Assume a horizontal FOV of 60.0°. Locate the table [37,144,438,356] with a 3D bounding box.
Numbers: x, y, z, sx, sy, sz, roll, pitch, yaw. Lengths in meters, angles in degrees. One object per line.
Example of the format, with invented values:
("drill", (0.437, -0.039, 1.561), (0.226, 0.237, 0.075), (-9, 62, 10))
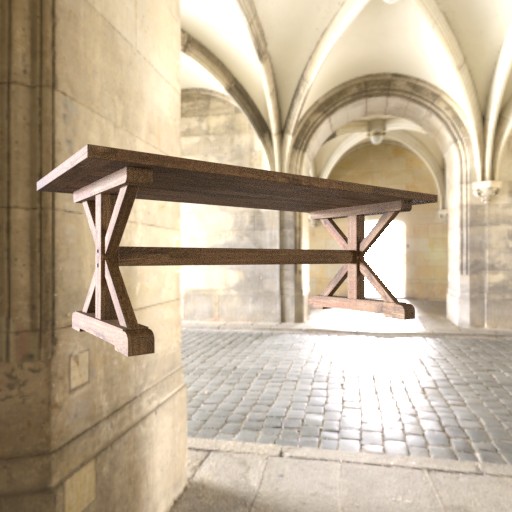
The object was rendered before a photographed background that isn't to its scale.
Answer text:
("table", (0.000, 0.000, 2.427), (2.031, 0.733, 0.907), (0, 0, -36))
